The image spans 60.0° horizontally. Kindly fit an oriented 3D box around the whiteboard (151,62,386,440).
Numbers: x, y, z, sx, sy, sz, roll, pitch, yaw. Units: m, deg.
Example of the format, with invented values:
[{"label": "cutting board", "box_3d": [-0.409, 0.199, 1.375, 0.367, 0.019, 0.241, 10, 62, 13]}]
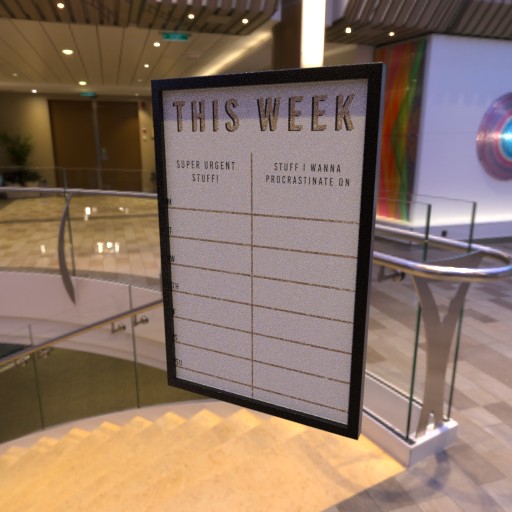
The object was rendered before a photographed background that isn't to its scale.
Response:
[{"label": "whiteboard", "box_3d": [0.000, 0.000, 0.790, 0.406, 0.611, 0.026, 7, 16, 25]}]
